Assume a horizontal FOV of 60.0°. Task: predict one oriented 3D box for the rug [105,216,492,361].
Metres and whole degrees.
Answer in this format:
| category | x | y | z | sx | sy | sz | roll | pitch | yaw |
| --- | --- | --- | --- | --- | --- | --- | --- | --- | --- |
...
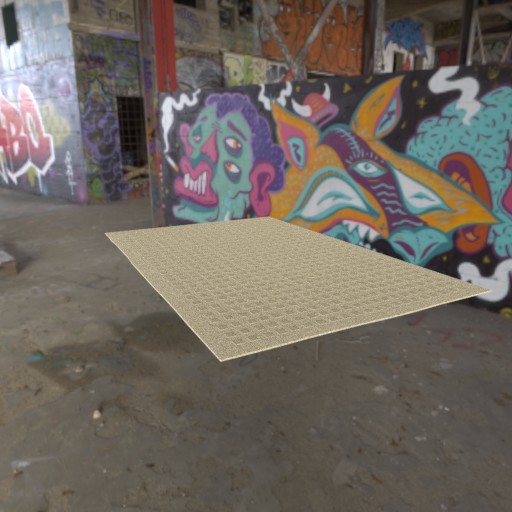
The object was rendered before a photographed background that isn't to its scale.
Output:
| category | x | y | z | sx | sy | sz | roll | pitch | yaw |
| --- | --- | --- | --- | --- | --- | --- | --- | --- | --- |
| rug | 0.000 | 0.000 | 2.191 | 1.143 | 0.006 | 1.747 | -8 | 18 | -27 |
